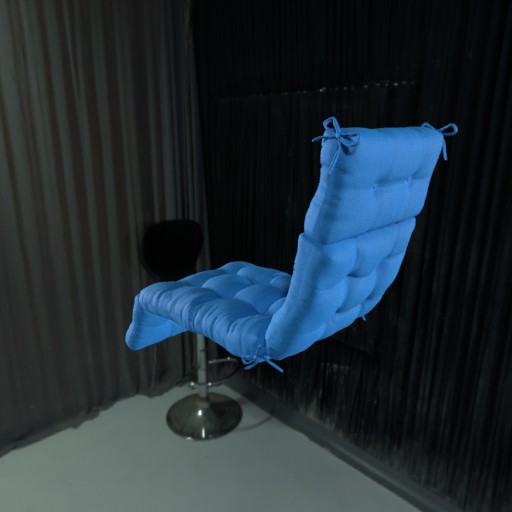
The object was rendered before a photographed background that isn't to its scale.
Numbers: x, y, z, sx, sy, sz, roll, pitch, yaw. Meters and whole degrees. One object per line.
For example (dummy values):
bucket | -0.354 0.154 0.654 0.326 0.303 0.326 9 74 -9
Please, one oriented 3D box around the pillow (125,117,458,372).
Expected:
pillow | 0.000 0.000 1.460 1.016 0.863 0.526 16 23 42
